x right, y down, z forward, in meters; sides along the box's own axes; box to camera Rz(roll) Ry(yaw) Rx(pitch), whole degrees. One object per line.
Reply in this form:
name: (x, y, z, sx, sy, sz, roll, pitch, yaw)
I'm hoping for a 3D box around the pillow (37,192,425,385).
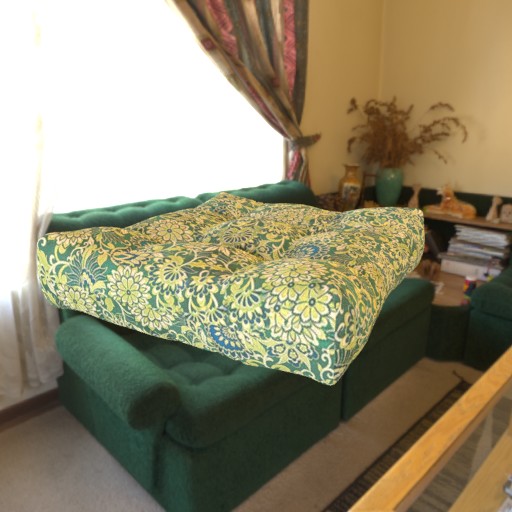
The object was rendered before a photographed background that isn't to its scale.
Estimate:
pillow: (0.000, 0.000, 0.728, 0.468, 0.128, 0.490, 9, 19, 27)
